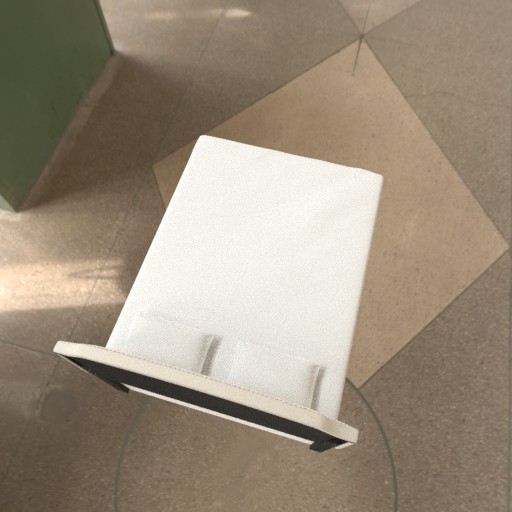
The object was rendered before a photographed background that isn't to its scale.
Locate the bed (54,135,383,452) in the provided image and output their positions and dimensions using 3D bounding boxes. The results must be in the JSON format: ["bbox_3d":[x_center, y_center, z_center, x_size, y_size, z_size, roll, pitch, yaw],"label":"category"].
[{"bbox_3d":[0.000,0.000,2.917,1.558,1.270,1.999,14,64,7],"label":"bed"}]
